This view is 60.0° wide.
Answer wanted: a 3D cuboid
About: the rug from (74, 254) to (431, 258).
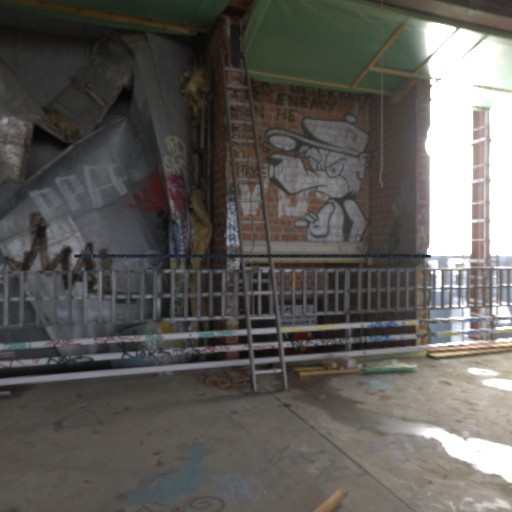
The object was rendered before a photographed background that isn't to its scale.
[{"bbox_3d":[0.000,0.000,3.087,1.530,0.015,2.449,0,0,1],"label":"rug"}]
